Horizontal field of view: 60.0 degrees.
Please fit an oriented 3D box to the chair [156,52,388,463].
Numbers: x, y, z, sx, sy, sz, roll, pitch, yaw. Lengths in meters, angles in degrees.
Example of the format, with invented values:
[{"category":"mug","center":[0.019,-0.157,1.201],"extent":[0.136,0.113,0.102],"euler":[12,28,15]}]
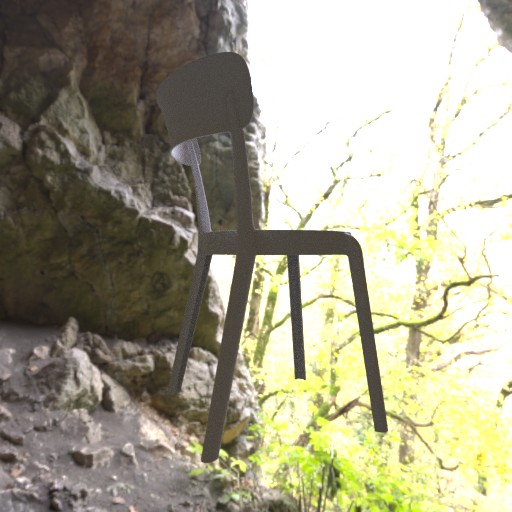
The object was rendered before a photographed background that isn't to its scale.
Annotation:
[{"category":"chair","center":[0.000,0.000,1.125],"extent":[0.491,0.790,0.506],"euler":[0,1,-20]}]
